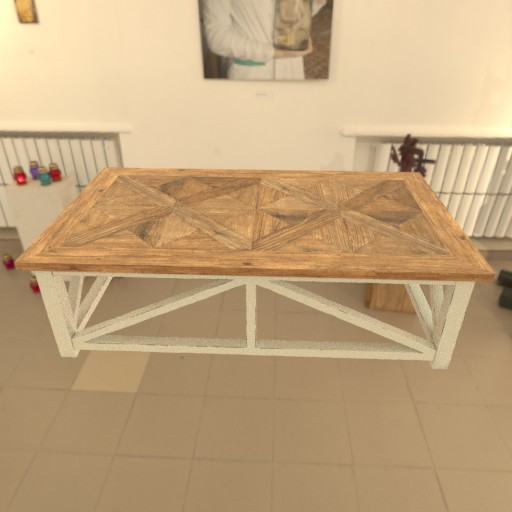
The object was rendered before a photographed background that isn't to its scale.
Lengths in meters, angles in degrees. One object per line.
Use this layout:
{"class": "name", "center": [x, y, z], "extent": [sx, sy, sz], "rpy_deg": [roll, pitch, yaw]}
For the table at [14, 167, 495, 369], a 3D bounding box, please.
{"class": "table", "center": [0.000, 0.000, 1.734], "extent": [1.400, 0.410, 0.800], "rpy_deg": [1, 32, 2]}
